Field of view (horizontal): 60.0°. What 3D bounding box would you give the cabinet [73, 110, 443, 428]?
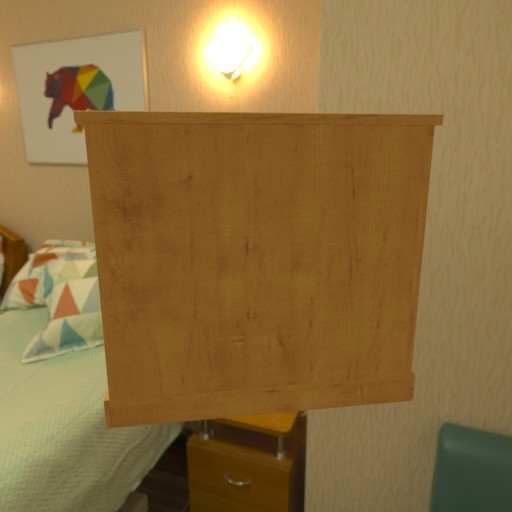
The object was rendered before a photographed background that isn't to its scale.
[{"bbox_3d":[0.000,0.000,1.407,0.920,0.840,0.450,-2,14,-8],"label":"cabinet"}]
